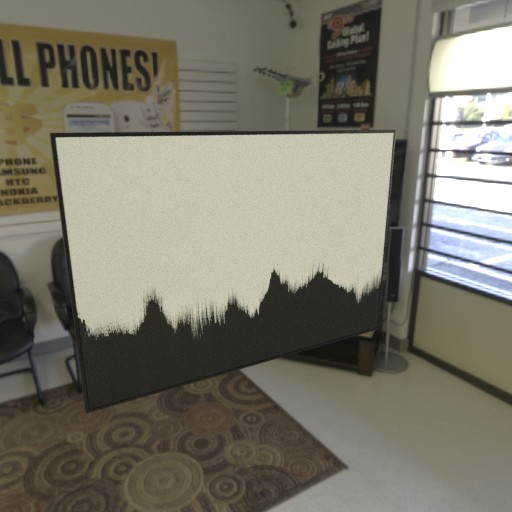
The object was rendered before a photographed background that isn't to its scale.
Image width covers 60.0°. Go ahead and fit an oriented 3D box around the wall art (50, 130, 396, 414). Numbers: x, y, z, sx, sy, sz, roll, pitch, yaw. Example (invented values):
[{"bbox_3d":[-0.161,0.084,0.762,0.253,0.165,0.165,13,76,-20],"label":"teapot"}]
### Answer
[{"bbox_3d":[0.000,0.000,1.217,0.957,0.660,0.019,-9,19,-28],"label":"wall art"}]
